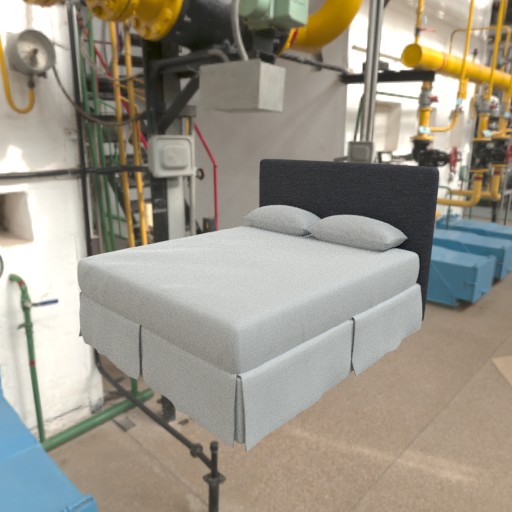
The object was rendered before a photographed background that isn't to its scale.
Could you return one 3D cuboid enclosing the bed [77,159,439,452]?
[{"bbox_3d":[0.000,0.000,3.381,1.884,1.330,2.142,14,21,42],"label":"bed"}]
